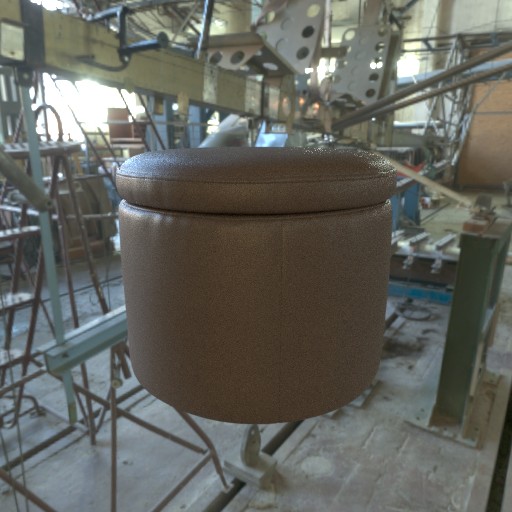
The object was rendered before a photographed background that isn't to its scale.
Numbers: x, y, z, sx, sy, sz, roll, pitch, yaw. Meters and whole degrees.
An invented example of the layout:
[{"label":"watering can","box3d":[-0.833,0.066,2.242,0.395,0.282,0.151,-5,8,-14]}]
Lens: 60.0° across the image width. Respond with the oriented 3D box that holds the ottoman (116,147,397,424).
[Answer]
[{"label":"ottoman","box3d":[0.000,0.000,0.860,0.500,0.409,0.500,0,15,0]}]
